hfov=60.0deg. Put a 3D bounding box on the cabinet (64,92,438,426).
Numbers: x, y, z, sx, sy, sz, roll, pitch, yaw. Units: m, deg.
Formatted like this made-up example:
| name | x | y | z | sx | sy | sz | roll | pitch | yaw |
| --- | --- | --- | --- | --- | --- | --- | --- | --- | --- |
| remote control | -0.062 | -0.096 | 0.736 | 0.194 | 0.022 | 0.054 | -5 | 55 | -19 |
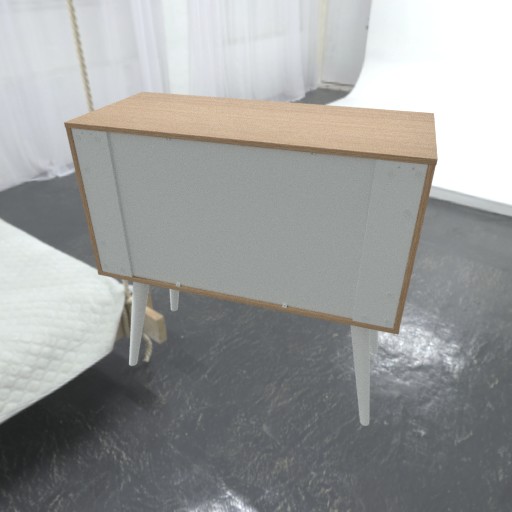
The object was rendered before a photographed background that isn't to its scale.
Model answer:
| name | x | y | z | sx | sy | sz | roll | pitch | yaw |
| --- | --- | --- | --- | --- | --- | --- | --- | --- | --- |
| cabinet | 0.000 | 0.000 | 1.646 | 1.057 | 1.016 | 0.470 | 10 | 33 | 15 |
